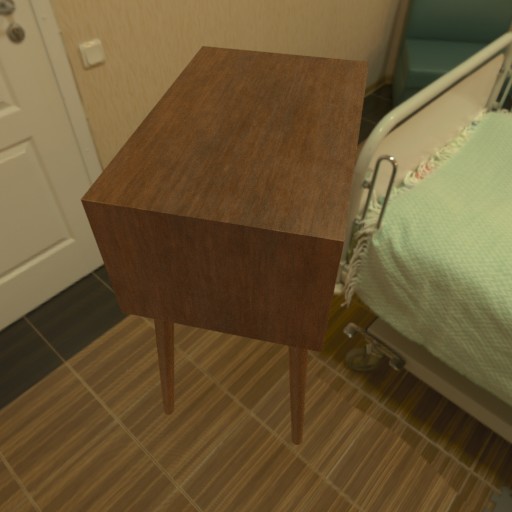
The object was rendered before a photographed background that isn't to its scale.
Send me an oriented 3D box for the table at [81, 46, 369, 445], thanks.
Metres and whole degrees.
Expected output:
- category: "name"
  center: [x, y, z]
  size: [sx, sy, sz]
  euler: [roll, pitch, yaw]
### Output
- category: "table"
  center: [0.000, 0.000, 0.847]
  size: [0.307, 0.580, 0.454]
  euler: [10, 47, 9]
